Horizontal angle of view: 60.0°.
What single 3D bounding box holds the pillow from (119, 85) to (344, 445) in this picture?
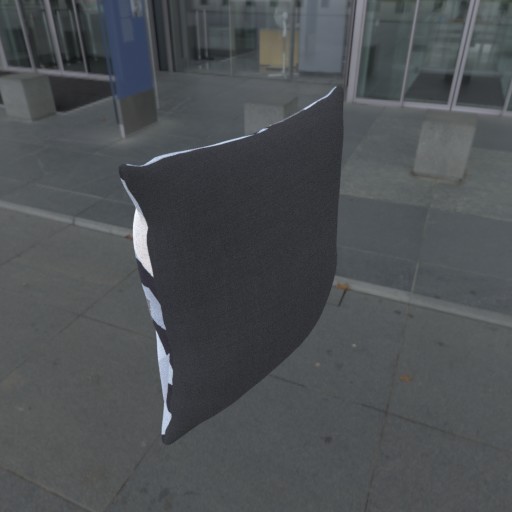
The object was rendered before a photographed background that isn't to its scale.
[{"bbox_3d":[0.000,0.000,0.773,0.208,0.496,0.503,23,39,31],"label":"pillow"}]
